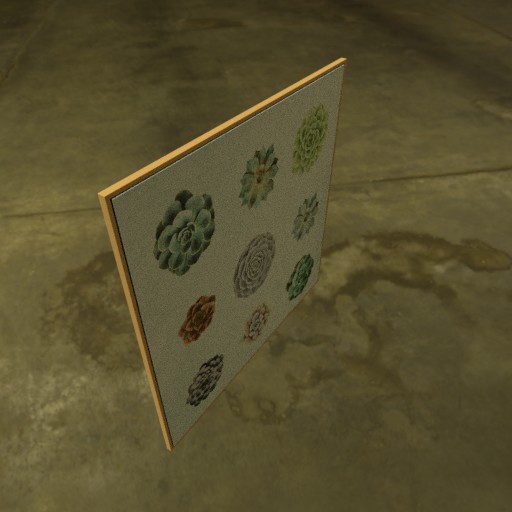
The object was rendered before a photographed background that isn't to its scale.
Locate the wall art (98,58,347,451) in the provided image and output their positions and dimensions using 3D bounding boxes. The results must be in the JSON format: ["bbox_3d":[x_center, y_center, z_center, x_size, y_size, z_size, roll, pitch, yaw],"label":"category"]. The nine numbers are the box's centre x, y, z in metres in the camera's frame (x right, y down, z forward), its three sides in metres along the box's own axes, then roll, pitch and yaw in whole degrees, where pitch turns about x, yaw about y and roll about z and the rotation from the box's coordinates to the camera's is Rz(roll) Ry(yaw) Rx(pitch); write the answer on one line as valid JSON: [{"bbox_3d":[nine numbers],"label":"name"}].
[{"bbox_3d":[0.000,0.000,0.958,0.014,0.655,0.657,25,46,26],"label":"wall art"}]
